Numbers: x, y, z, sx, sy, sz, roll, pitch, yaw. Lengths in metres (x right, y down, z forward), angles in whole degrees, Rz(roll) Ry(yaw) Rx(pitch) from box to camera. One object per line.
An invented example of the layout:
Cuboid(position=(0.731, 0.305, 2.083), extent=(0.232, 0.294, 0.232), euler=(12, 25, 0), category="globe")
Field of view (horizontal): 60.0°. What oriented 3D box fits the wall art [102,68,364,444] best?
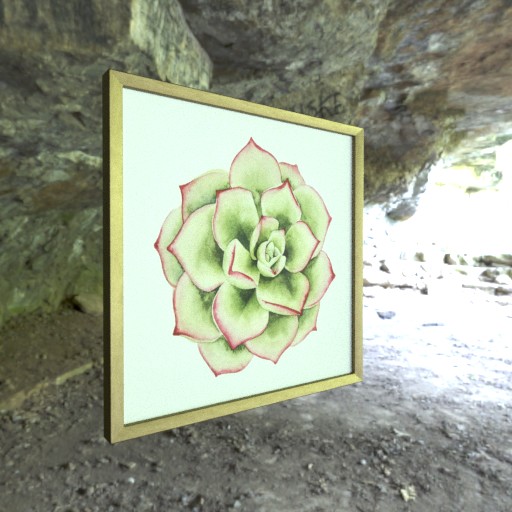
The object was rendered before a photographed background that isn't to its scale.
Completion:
Cuboid(position=(0.000, 0.000, 0.752), extent=(0.503, 0.506, 0.031), euler=(0, 1, -35), category="wall art")
